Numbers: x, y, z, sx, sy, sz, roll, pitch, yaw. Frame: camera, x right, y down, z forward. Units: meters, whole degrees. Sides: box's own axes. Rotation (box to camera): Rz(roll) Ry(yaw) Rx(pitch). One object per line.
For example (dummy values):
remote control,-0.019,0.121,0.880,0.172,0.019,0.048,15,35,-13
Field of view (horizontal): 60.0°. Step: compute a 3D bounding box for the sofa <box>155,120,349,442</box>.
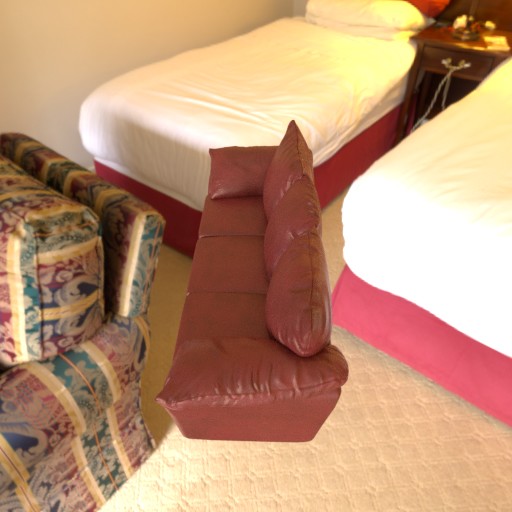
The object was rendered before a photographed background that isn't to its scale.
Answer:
sofa,0.000,0.000,2.968,0.907,1.091,2.390,1,40,1
